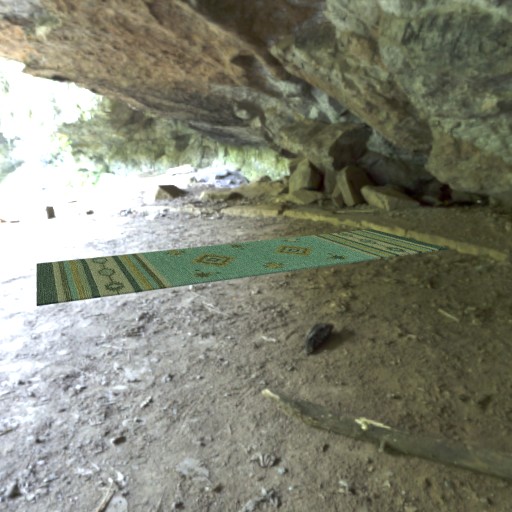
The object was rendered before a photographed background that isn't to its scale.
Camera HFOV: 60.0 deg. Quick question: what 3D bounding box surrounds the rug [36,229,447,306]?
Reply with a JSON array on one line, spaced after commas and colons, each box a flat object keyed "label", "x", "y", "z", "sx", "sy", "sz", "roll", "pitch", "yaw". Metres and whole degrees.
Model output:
[{"label": "rug", "x": 0.000, "y": 0.000, "z": 2.734, "sx": 2.441, "sy": 0.010, "sz": 0.744, "roll": -7, "pitch": 16, "yaw": -25}]
